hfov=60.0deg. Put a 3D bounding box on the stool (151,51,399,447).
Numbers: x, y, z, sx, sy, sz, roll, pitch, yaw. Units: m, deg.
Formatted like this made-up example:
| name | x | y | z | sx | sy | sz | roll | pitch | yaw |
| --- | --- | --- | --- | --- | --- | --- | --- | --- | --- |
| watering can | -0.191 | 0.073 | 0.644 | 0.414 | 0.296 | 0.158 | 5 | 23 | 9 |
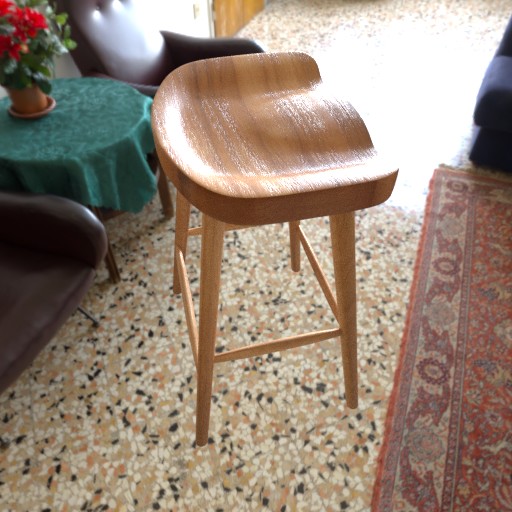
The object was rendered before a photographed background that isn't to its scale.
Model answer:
| name | x | y | z | sx | sy | sz | roll | pitch | yaw |
| --- | --- | --- | --- | --- | --- | --- | --- | --- | --- |
| stool | 0.000 | 0.000 | 0.869 | 0.361 | 0.615 | 0.440 | -10 | 47 | -10 |
